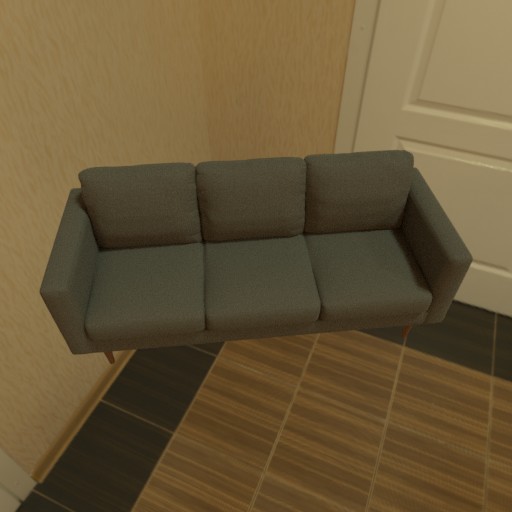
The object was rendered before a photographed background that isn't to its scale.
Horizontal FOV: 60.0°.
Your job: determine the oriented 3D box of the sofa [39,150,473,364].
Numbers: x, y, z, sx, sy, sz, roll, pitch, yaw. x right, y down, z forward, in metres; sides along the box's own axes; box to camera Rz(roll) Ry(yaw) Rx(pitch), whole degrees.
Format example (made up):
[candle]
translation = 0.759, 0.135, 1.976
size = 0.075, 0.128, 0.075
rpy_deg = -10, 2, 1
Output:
[sofa]
translation = 0.000, 0.000, 2.466
size = 2.029, 0.912, 0.802
rpy_deg = -4, 46, -4
